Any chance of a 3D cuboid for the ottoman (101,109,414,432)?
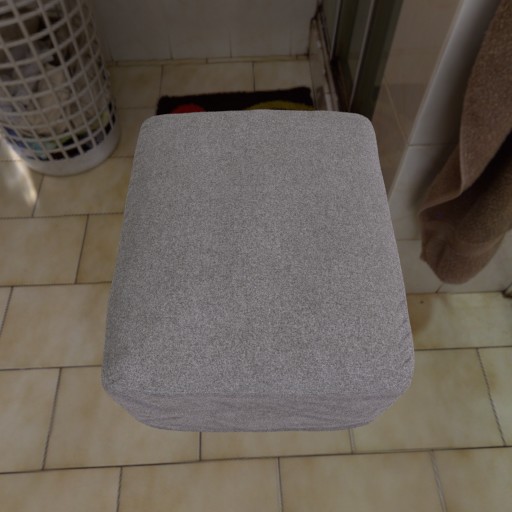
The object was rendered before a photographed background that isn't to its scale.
[{"bbox_3d":[0.000,0.000,1.217,0.683,0.481,0.837,0,59,0],"label":"ottoman"}]
